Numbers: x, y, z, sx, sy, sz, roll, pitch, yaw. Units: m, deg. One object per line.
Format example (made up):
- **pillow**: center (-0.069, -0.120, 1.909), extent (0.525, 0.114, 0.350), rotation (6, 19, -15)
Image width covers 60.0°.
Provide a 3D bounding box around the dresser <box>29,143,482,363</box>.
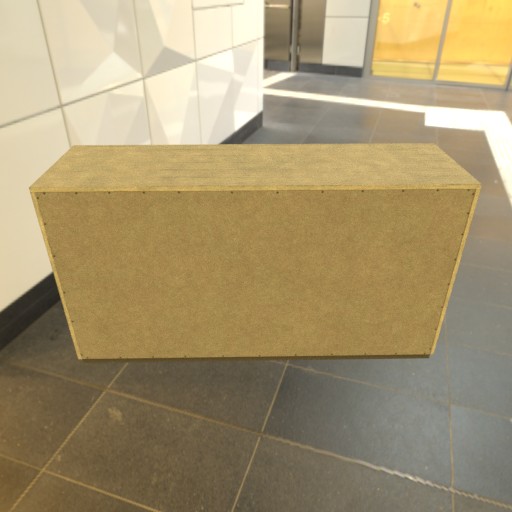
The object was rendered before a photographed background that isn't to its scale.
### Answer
- **dresser**: center (0.000, 0.000, 2.029), extent (1.628, 0.889, 0.483), rotation (-1, 32, -1)
